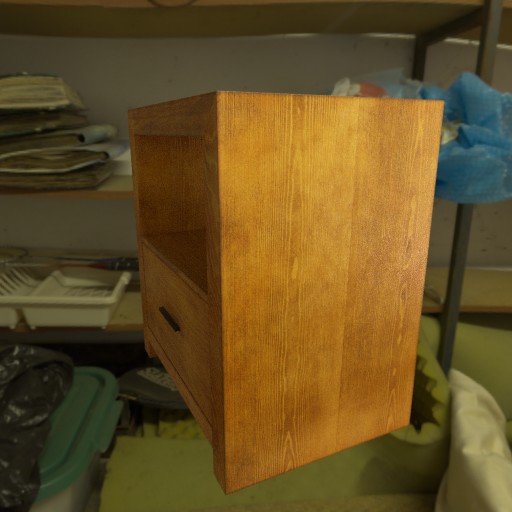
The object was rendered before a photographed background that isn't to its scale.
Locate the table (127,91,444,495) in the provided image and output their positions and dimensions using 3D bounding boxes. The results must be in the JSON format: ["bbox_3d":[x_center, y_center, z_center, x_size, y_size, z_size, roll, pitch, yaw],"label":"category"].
[{"bbox_3d":[0.000,0.000,0.942,0.400,0.605,0.550,-8,17,-26],"label":"table"}]
